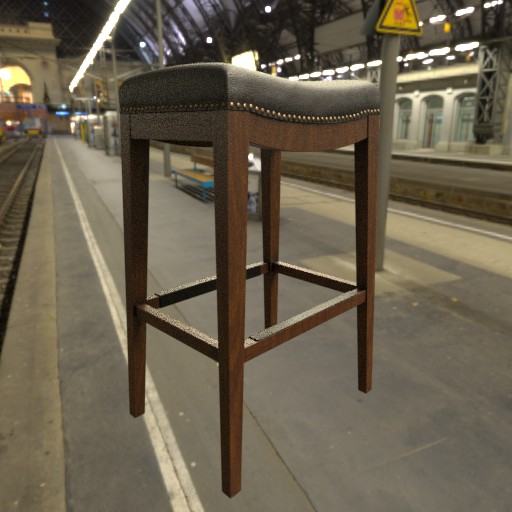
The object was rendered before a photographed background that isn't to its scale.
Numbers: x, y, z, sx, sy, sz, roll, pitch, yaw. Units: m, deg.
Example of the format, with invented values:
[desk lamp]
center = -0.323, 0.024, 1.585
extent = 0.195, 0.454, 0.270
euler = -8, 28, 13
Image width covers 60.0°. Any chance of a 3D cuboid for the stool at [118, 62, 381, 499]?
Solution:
[stool]
center = 0.000, 0.000, 1.007
extent = 0.361, 0.765, 0.500
euler = 16, 22, 42
